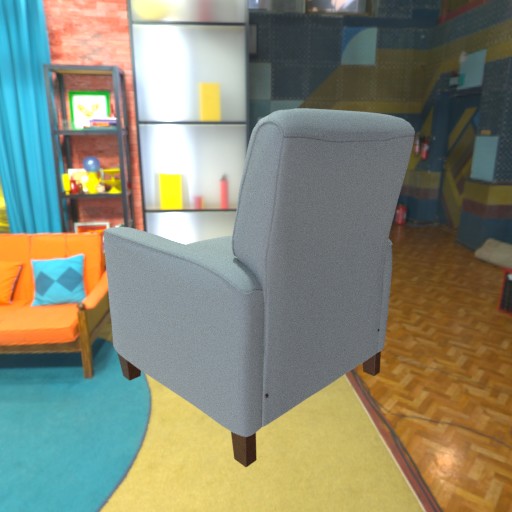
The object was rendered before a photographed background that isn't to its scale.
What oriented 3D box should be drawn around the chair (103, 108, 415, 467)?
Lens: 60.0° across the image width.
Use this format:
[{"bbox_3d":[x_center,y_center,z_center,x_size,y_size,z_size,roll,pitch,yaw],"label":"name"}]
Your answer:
[{"bbox_3d":[0.000,0.000,1.648,0.853,1.007,0.846,-15,21,-43],"label":"chair"}]
